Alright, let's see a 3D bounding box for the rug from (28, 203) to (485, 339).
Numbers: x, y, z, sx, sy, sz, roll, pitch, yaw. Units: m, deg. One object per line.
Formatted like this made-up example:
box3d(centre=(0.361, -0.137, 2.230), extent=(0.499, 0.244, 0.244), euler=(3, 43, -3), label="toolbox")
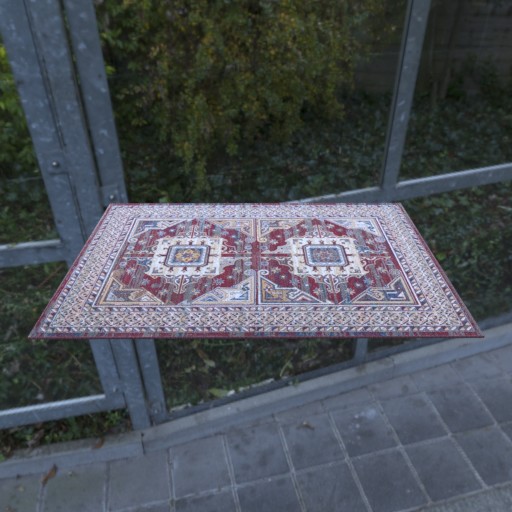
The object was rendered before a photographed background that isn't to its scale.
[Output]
box3d(centre=(0.000, 0.000, 5.715), extent=(4.578, 0.033, 3.033), euler=(0, 33, 0), label="rug")
